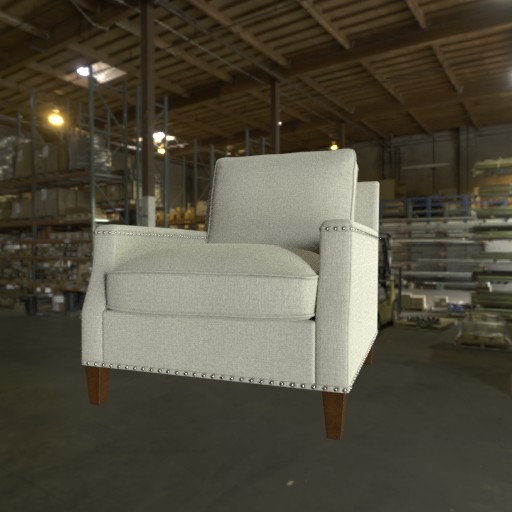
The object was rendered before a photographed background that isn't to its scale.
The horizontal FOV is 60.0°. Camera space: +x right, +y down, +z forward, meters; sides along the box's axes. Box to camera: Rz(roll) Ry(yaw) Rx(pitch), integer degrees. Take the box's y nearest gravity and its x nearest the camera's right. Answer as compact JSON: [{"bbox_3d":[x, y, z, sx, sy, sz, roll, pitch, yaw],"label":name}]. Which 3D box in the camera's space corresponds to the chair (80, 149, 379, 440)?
[{"bbox_3d":[0.000,0.000,1.709,0.853,0.943,1.014,0,1,20],"label":"chair"}]
